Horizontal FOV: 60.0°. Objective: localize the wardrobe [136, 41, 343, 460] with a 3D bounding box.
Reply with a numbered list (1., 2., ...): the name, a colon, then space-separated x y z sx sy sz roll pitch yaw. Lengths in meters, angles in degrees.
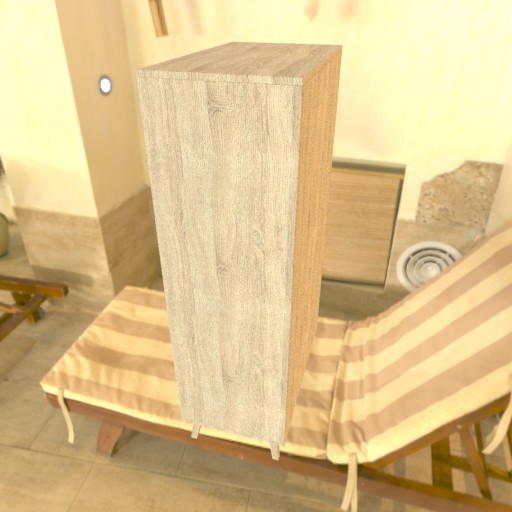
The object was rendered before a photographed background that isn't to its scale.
1. wardrobe: 0.000 0.000 2.357 0.600 1.960 1.000 9 32 14
